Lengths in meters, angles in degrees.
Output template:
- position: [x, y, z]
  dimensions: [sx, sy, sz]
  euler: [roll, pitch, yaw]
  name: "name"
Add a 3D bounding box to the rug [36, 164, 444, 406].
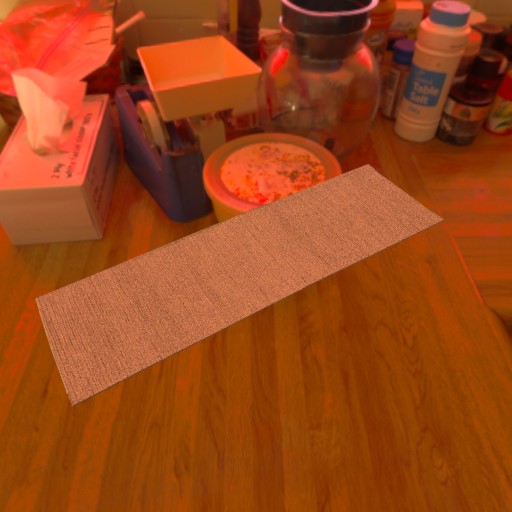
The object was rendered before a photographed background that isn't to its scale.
- position: [0.000, 0.000, 2.549]
  dimensions: [2.320, 0.032, 0.692]
  euler: [-24, 52, -21]
  name: "rug"
